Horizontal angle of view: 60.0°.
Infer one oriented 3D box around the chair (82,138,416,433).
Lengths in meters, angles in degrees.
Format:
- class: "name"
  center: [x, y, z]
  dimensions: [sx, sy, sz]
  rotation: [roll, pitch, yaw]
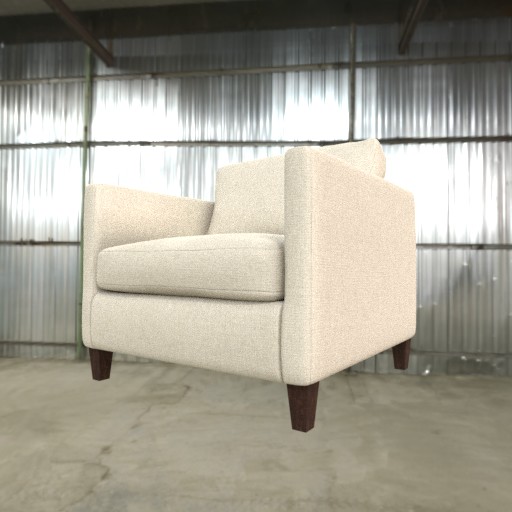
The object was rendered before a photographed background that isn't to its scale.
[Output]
- class: "chair"
  center: [0.000, 0.000, 1.739]
  dimensions: [0.996, 0.919, 0.959]
  rotation: [-1, -1, 35]
